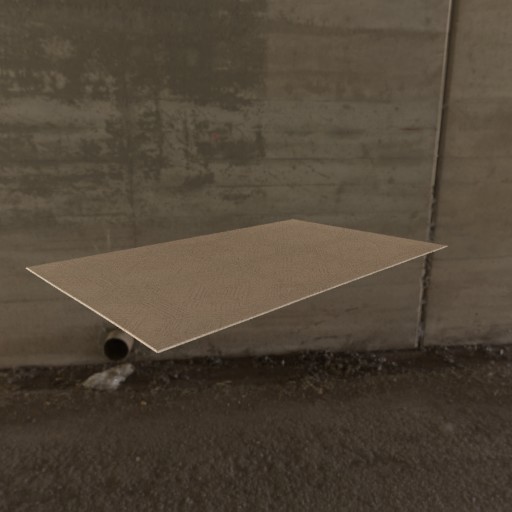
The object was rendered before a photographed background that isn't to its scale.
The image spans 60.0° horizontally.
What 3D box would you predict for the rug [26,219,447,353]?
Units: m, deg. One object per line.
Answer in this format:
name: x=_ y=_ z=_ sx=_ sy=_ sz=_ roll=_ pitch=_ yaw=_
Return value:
rug: x=0.000 y=0.000 z=2.987 sx=2.440 sy=0.008 sz=1.524 roll=-14 pitch=20 yaw=-42
